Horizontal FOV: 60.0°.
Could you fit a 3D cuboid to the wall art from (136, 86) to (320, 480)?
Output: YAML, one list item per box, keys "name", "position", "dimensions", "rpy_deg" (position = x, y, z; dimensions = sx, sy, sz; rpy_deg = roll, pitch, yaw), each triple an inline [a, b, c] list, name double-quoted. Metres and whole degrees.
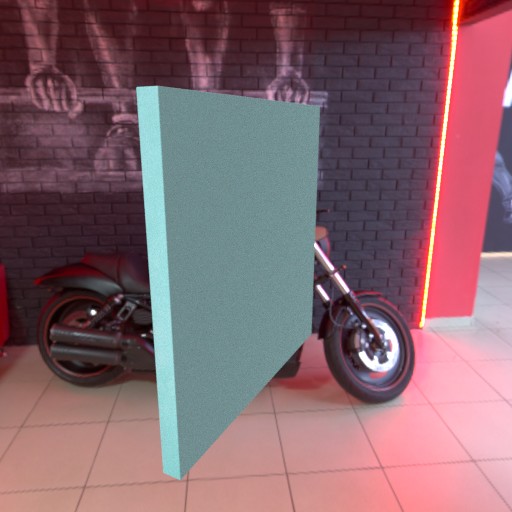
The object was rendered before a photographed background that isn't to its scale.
- name: "wall art"
  position: [0.000, 0.000, 0.904]
  dimensions: [0.036, 0.603, 0.603]
  rpy_deg: [8, 18, 26]
